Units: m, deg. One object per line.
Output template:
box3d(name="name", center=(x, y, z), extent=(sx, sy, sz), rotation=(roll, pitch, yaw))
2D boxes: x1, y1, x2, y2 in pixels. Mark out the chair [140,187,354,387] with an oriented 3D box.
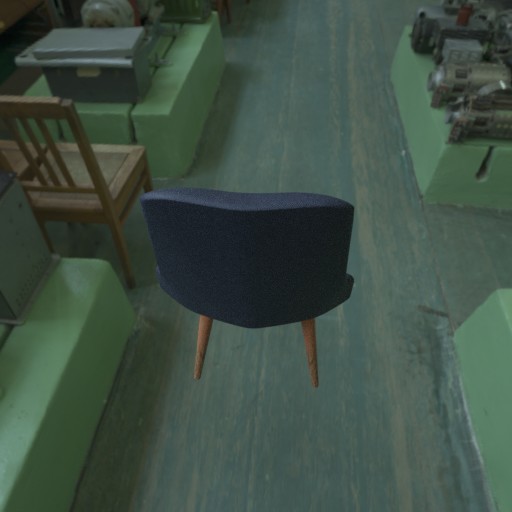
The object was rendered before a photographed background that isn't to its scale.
box3d(name="chair", center=(0.000, 0.000, 1.172), extent=(0.504, 0.820, 0.567), rotation=(3, 47, 3))
